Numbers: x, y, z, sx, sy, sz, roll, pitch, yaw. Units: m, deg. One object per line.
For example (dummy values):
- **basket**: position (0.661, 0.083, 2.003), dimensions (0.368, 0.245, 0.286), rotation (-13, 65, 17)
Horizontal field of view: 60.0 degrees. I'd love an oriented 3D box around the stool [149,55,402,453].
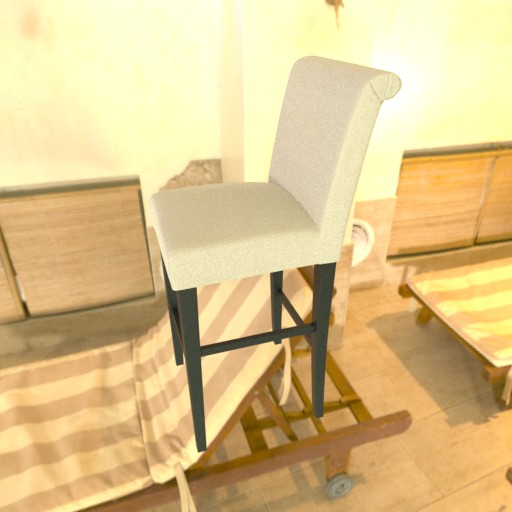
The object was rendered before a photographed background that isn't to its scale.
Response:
- **stool**: position (0.000, 0.000, 1.415), dimensions (0.597, 1.124, 0.452), rotation (-9, 31, -16)
